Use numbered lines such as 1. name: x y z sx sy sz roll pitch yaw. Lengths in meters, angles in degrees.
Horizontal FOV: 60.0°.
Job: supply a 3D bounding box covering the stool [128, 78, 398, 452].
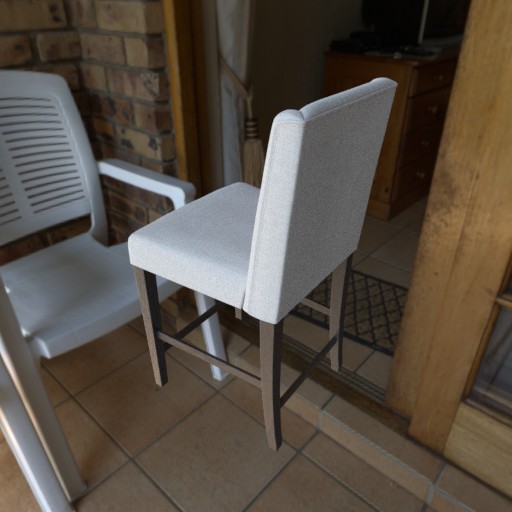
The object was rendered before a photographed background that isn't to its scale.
1. stool: 0.000 0.000 1.243 0.509 0.939 0.474 21 37 30
